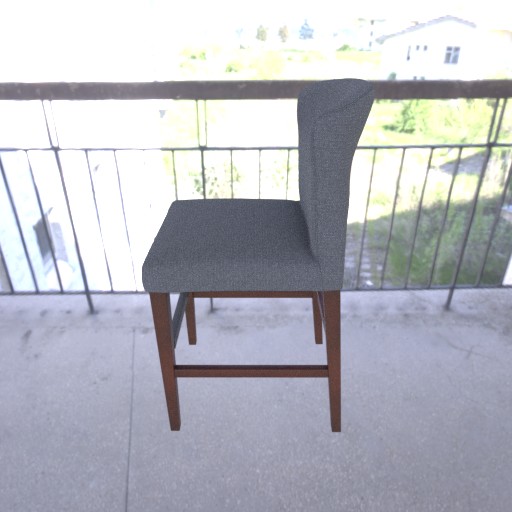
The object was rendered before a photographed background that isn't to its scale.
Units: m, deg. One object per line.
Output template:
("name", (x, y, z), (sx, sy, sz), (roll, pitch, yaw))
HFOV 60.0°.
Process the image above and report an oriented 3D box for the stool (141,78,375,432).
("stool", (0.000, 0.000, 1.307), (0.568, 0.968, 0.479), (0, 27, 0))
